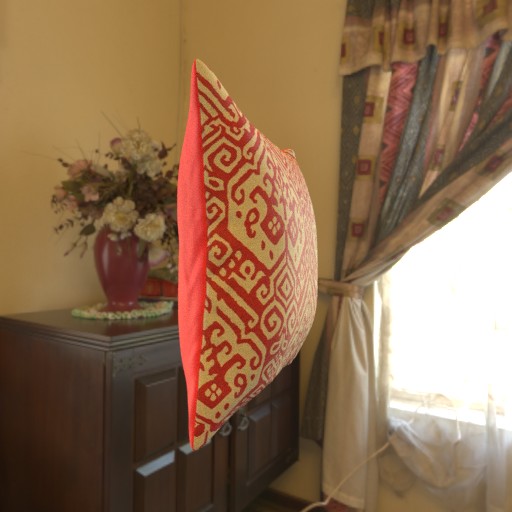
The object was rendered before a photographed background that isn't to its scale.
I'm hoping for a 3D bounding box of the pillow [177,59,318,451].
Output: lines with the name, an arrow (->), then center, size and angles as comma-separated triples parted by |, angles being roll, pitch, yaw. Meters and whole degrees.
pillow -> 0.000, 0.000, 0.808 | 0.192, 0.507, 0.522 | 0, 0, 18
